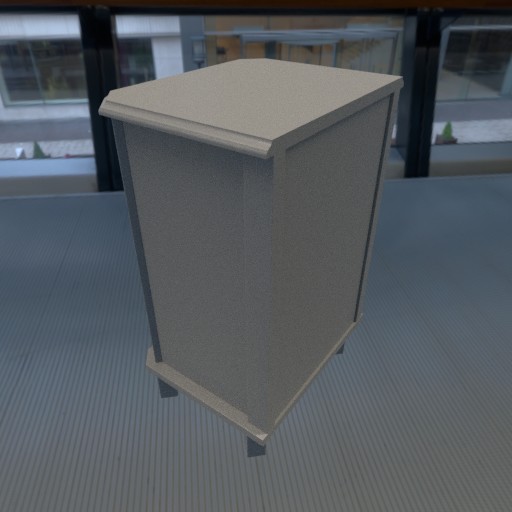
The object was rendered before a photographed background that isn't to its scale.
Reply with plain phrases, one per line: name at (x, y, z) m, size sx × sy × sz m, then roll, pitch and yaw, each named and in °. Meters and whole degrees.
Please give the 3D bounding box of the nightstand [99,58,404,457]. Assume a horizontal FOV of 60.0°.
nightstand at (0.000, 0.000, 0.923) m, size 0.348 × 0.680 × 0.435 m, roll 22°, pitch 40°, yaw 29°
